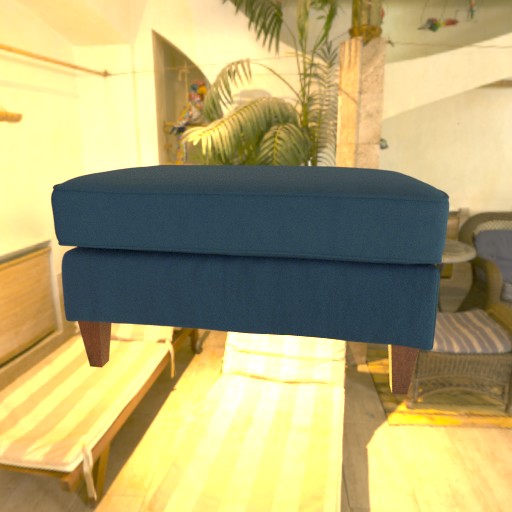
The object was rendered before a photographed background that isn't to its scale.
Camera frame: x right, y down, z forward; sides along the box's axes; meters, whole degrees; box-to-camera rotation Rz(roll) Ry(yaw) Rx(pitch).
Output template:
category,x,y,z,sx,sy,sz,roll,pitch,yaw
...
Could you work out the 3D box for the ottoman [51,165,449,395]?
category,x,y,z,sx,sy,sz,roll,pitch,yaw
ottoman,0.000,0.000,1.217,0.862,0.484,0.583,2,15,9
